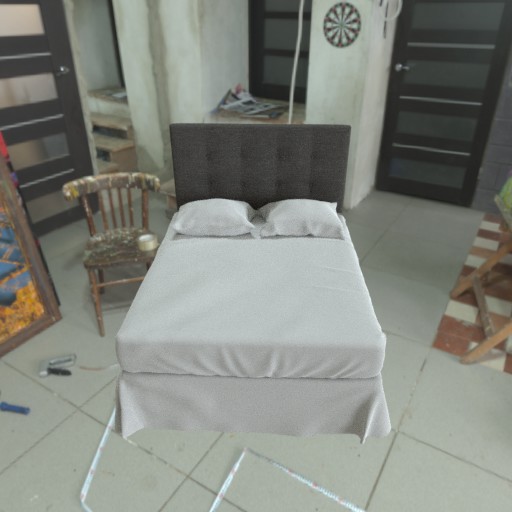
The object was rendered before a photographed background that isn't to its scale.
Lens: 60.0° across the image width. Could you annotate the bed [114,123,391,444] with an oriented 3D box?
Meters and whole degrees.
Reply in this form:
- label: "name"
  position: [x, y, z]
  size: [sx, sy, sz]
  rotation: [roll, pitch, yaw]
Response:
- label: "bed"
  position: [0.000, 0.000, 3.475]
  size: [1.936, 1.577, 2.222]
  rotation: [1, 30, 2]
